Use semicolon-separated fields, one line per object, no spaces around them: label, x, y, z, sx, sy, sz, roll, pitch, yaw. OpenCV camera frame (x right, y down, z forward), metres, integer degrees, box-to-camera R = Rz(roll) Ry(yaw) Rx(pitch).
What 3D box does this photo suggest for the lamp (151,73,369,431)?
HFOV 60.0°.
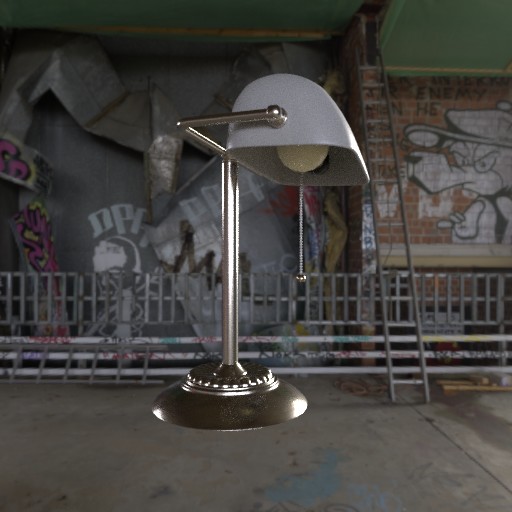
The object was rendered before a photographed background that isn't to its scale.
lamp;0.000;0.000;0.507;0.243;0.339;0.264;0;0;18
